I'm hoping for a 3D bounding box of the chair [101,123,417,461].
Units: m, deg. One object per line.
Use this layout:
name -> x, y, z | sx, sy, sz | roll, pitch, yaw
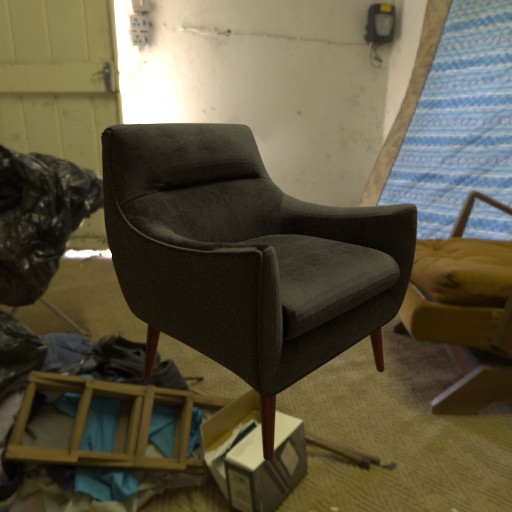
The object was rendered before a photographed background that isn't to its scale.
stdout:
chair -> 0.000, 0.000, 1.456 | 0.787, 0.838, 0.762 | 15, 22, 41
